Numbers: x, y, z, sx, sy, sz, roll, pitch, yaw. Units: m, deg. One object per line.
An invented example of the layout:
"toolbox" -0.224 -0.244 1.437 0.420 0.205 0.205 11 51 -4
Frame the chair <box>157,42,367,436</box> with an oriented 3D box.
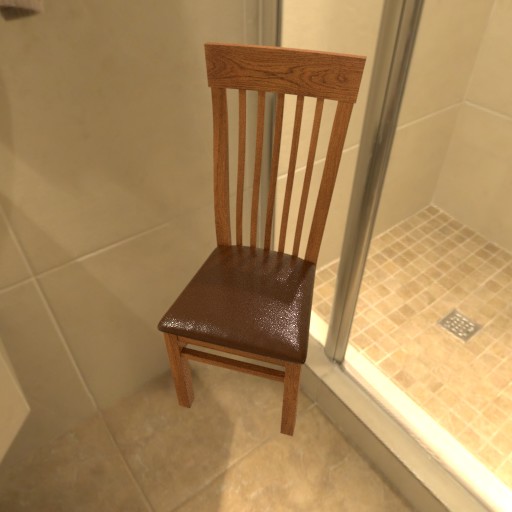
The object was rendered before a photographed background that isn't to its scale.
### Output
"chair" 0.000 0.000 1.366 0.450 1.050 0.580 11 43 12
